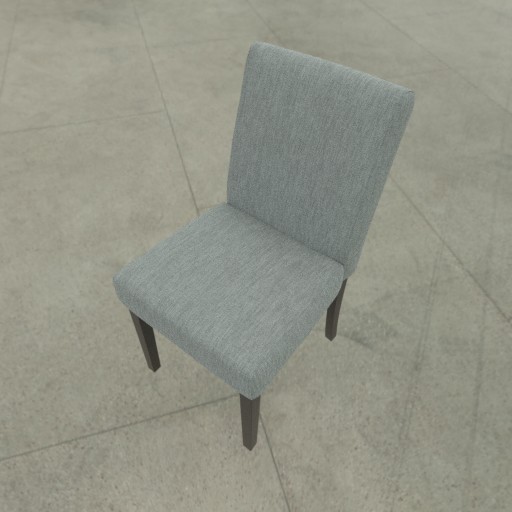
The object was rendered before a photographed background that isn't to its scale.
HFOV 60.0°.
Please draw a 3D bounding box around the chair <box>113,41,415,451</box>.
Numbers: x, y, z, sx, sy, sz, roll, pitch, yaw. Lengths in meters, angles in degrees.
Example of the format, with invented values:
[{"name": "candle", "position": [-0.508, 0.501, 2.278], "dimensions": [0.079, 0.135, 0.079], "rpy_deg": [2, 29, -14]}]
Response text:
[{"name": "chair", "position": [0.000, 0.000, 1.225], "dimensions": [0.487, 0.884, 0.629], "rpy_deg": [30, 54, 25]}]
